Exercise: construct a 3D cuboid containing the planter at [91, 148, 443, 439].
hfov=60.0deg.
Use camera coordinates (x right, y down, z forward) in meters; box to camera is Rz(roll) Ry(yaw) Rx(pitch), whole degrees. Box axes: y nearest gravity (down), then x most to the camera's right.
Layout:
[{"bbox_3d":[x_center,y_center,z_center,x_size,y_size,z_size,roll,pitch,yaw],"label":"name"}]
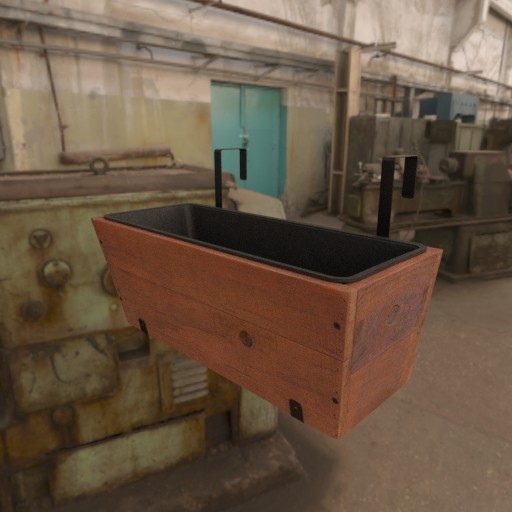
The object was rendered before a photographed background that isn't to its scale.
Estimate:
[{"bbox_3d":[0.000,0.000,0.644,0.480,0.289,0.262,15,22,42],"label":"planter"}]
